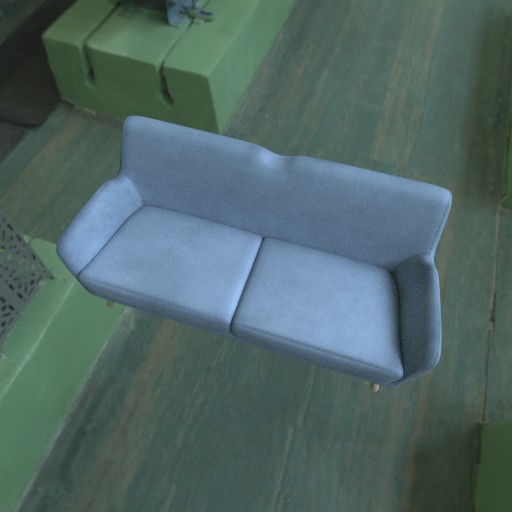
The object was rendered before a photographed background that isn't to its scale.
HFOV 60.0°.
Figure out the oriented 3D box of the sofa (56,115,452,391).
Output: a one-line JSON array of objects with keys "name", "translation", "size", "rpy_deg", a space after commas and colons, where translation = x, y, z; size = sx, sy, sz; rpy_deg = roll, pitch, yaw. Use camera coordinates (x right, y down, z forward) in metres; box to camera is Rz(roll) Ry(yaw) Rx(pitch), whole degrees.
[{"name": "sofa", "translation": [0.000, 0.000, 2.332], "size": [1.870, 0.810, 0.850], "rpy_deg": [16, 60, 9]}]
